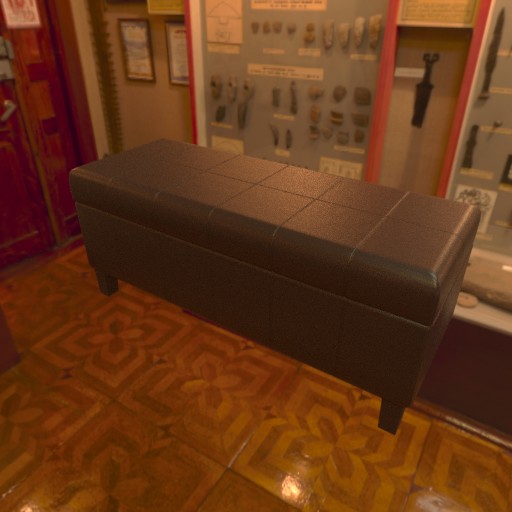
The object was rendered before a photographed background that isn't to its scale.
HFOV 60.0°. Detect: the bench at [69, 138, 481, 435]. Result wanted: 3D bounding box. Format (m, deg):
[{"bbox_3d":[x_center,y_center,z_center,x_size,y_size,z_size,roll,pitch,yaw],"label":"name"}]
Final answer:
[{"bbox_3d":[0.000,0.000,1.328,1.092,0.457,0.429,19,36,28],"label":"bench"}]
